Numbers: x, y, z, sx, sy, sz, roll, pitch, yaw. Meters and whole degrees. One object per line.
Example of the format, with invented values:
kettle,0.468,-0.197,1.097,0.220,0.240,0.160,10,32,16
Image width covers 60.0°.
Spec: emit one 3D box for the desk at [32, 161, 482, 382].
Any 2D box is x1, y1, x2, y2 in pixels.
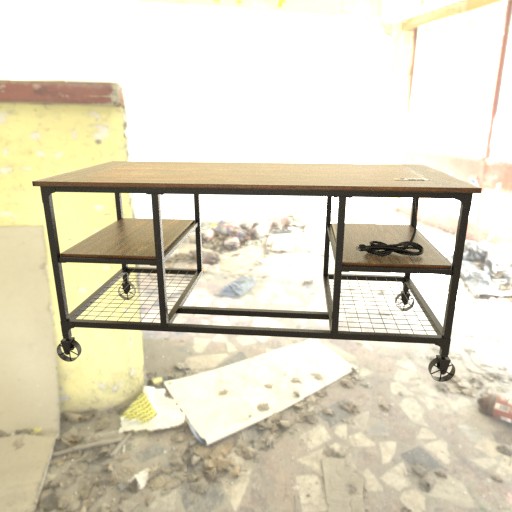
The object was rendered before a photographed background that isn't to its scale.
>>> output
desk,0.000,0.000,1.981,1.590,0.751,0.711,2,18,5
